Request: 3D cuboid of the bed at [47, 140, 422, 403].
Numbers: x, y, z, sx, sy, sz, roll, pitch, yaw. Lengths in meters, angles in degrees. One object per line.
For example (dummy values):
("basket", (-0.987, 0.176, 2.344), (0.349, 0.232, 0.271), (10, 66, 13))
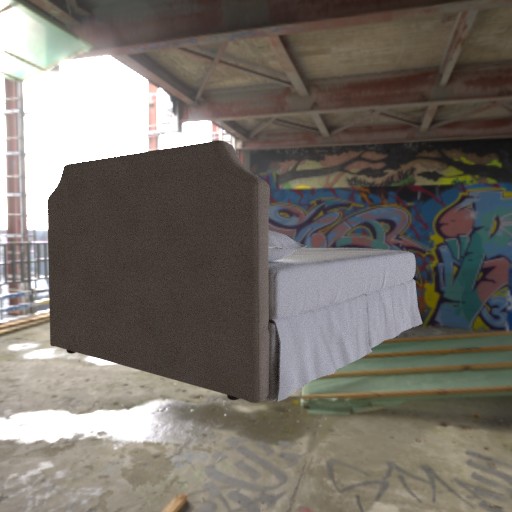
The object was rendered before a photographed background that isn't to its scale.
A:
("bed", (0.000, 0.000, 3.575), (1.977, 1.293, 2.498), (2, 4, 36))
